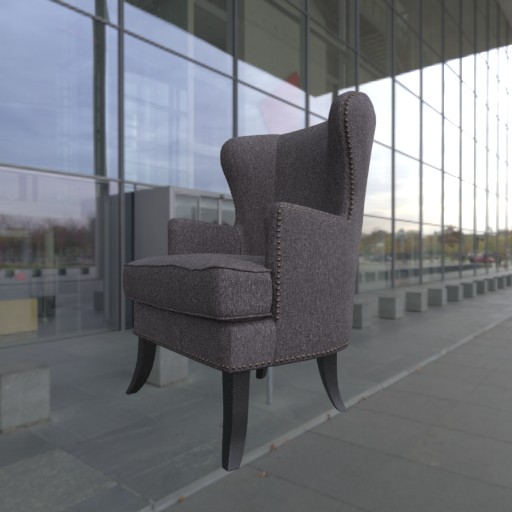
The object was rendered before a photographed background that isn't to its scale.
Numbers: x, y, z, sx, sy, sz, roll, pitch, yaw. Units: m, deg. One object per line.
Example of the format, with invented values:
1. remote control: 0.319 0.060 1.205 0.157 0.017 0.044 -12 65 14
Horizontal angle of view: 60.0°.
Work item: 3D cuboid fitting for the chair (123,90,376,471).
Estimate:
1. chair: 0.000 0.000 1.600 0.758 1.060 0.759 0 0 -35
